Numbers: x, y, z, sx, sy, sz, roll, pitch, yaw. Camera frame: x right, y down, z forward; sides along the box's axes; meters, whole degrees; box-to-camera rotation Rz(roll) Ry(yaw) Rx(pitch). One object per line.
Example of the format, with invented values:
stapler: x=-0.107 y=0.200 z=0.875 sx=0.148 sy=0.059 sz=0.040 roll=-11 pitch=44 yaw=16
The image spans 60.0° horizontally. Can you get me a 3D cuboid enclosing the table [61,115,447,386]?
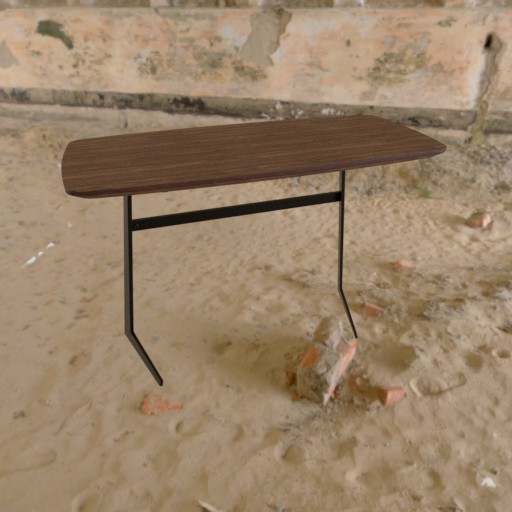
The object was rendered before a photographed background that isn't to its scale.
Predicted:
table: x=0.000 y=0.000 z=1.125 sx=0.804 sy=0.576 sz=0.361 roll=-10 pitch=32 yaw=-16
